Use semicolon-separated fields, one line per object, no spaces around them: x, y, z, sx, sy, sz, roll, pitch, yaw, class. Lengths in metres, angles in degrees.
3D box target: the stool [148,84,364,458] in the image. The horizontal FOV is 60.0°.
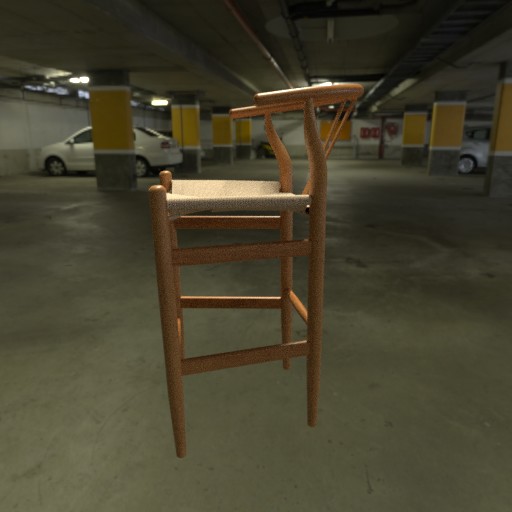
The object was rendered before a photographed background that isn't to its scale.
0.000;0.000;1.354;0.579;0.970;0.569;-2;15;-9;stool
